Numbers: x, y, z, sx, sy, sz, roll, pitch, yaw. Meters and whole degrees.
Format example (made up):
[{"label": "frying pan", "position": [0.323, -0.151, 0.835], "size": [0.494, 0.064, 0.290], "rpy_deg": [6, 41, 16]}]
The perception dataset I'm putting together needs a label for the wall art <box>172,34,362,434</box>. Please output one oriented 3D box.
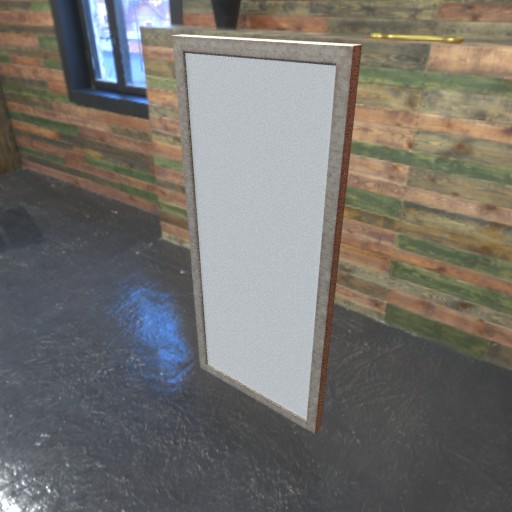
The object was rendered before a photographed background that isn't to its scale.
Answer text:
[{"label": "wall art", "position": [0.000, 0.000, 1.660], "size": [0.648, 1.461, 0.051], "rpy_deg": [20, 36, 31]}]
